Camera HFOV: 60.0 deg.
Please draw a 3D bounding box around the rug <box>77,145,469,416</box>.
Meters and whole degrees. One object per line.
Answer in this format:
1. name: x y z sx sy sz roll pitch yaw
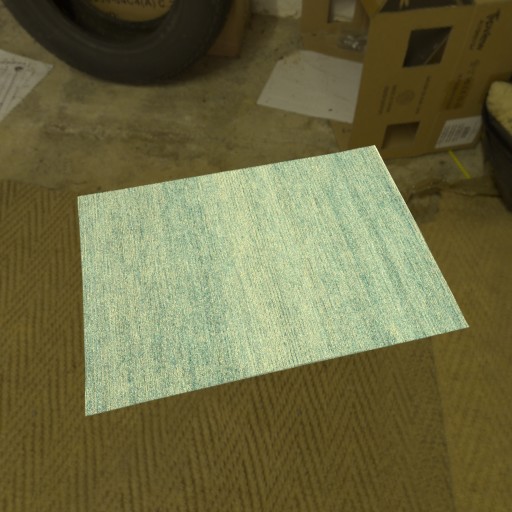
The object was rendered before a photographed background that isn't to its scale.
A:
1. rug: 0.000 0.000 5.231 4.078 0.052 2.802 -11 59 -7
